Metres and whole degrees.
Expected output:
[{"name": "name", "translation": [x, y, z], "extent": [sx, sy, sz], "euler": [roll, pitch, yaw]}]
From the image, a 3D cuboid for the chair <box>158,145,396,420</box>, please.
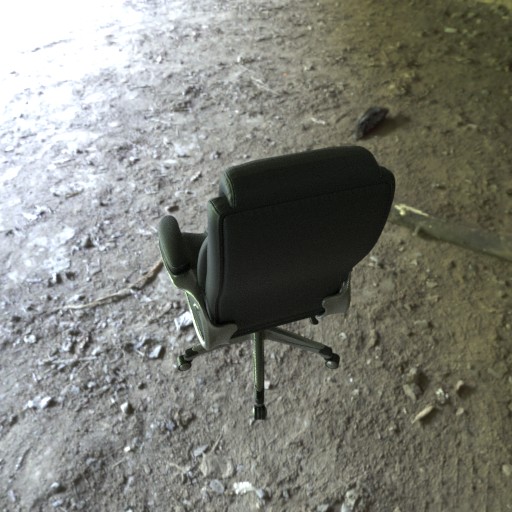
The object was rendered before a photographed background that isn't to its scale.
[{"name": "chair", "translation": [0.000, 0.000, 1.698], "extent": [0.741, 1.167, 0.784], "euler": [-13, 44, -14]}]
